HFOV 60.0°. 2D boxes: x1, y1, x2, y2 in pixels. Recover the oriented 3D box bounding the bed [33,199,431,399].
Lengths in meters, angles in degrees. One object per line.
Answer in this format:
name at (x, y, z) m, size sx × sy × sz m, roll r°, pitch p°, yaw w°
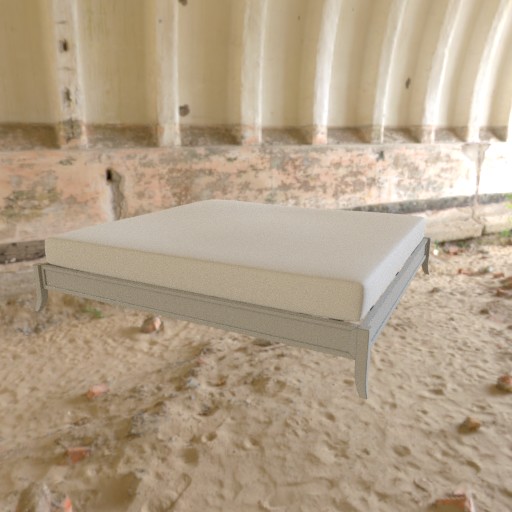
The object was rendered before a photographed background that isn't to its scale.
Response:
bed at (0.000, 0.000, 3.124) m, size 2.108 × 0.510 × 2.007 m, roll 8°, pitch 17°, yaw 27°
